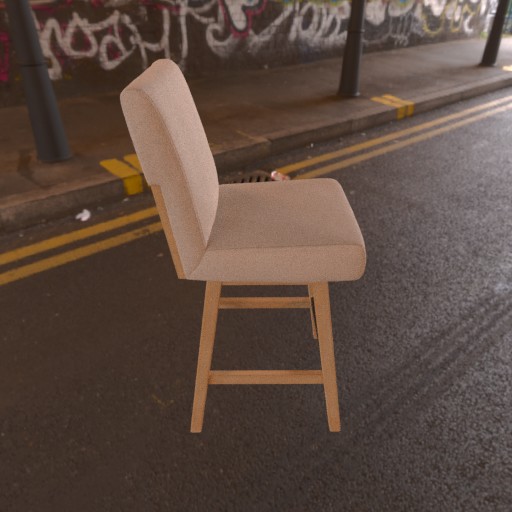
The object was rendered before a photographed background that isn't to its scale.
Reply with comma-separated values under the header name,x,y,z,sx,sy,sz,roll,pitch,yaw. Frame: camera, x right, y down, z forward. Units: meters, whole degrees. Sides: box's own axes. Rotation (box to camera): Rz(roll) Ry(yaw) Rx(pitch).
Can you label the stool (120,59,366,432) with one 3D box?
name,x,y,z,sx,sy,sz,roll,pitch,yaw
stool,0.000,0.000,1.287,0.543,1.015,0.446,0,32,0
